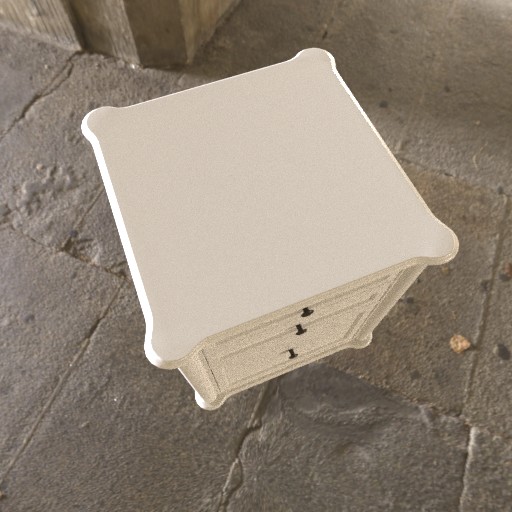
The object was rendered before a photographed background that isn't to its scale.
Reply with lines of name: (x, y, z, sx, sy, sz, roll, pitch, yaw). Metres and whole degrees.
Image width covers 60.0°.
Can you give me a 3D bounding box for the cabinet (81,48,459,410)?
cabinet: (0.000, 0.000, 1.259, 0.628, 0.761, 0.627, -20, 66, -9)
